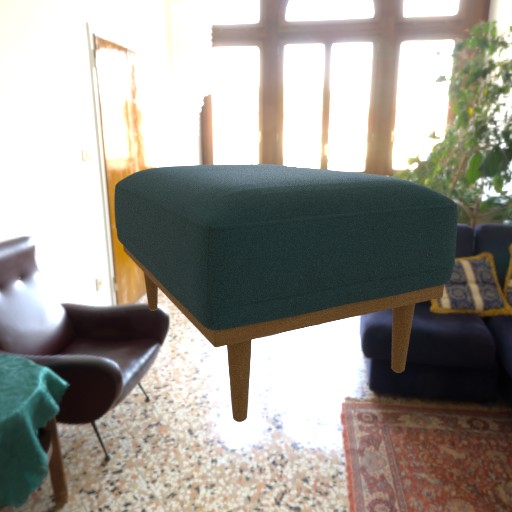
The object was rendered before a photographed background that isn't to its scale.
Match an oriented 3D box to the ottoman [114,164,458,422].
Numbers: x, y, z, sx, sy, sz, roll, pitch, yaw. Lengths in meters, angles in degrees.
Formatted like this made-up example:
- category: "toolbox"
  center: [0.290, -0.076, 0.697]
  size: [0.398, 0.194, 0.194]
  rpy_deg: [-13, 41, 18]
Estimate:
- category: "ottoman"
  center: [0.000, 0.000, 1.094]
  size: [0.549, 0.428, 0.749]
  rpy_deg: [-7, 16, -26]
